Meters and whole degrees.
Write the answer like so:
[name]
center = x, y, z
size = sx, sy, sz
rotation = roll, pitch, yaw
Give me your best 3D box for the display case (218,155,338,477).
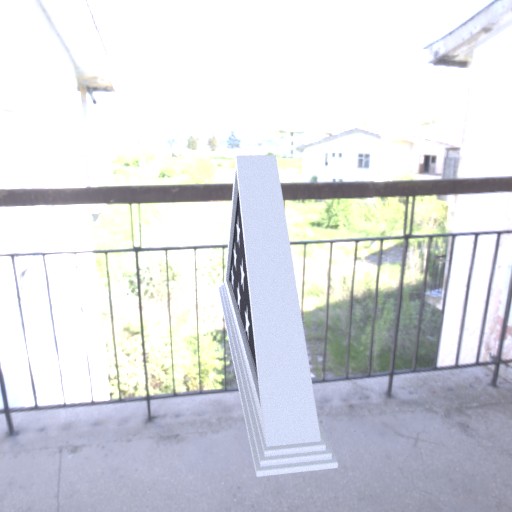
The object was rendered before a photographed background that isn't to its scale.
[display case]
center = 0.000, 0.000, 0.766
size = 0.095, 0.340, 0.640
rotation = -2, 15, -8
